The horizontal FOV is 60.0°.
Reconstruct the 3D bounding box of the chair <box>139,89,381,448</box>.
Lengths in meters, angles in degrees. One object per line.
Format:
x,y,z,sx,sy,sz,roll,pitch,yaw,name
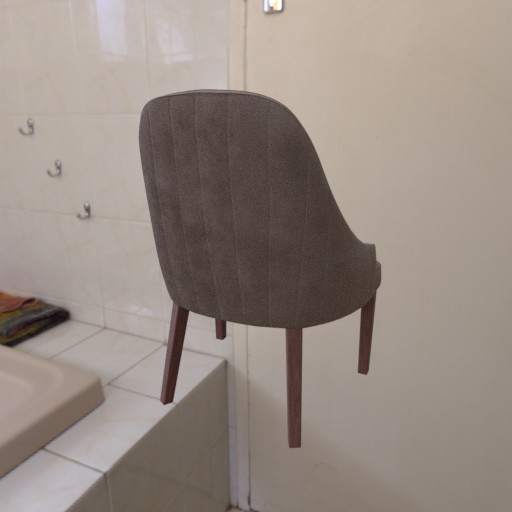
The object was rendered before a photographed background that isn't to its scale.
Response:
0.000,0.000,1.313,0.643,0.889,0.575,8,18,26,chair
